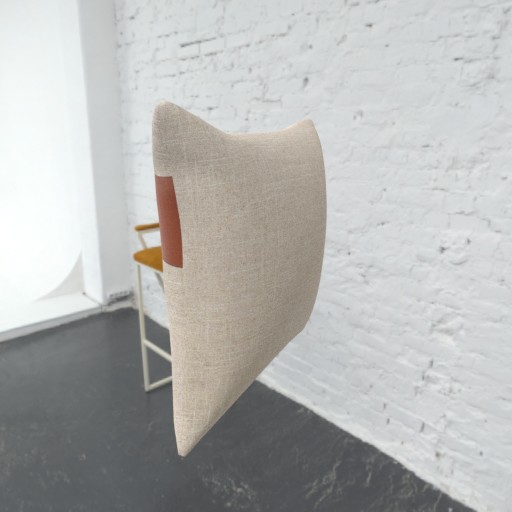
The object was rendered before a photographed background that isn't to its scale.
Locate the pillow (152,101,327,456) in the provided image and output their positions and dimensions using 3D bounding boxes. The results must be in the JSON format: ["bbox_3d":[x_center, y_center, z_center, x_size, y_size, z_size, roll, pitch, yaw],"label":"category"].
[{"bbox_3d":[0.000,0.000,0.645,0.173,0.399,0.414,7,17,25],"label":"pillow"}]
